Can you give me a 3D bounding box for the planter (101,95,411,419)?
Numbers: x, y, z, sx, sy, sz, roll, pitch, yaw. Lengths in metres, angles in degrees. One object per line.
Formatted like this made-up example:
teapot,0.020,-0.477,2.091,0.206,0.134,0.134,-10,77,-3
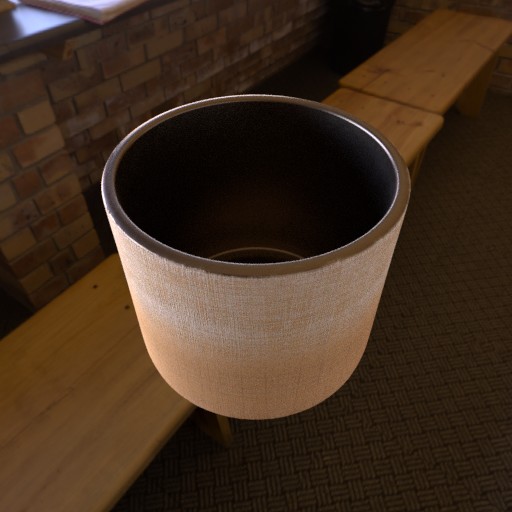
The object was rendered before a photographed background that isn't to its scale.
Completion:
planter,0.000,0.000,0.444,0.254,0.221,0.254,0,46,0
